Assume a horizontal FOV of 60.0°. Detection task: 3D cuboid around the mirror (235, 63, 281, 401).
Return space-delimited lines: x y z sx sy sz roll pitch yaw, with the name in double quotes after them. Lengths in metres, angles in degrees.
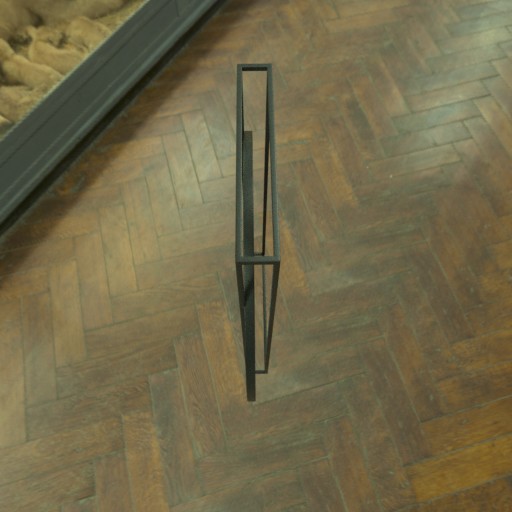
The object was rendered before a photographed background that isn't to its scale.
0.000 0.000 0.833 0.051 0.603 0.508 -1 64 0 "mirror"
